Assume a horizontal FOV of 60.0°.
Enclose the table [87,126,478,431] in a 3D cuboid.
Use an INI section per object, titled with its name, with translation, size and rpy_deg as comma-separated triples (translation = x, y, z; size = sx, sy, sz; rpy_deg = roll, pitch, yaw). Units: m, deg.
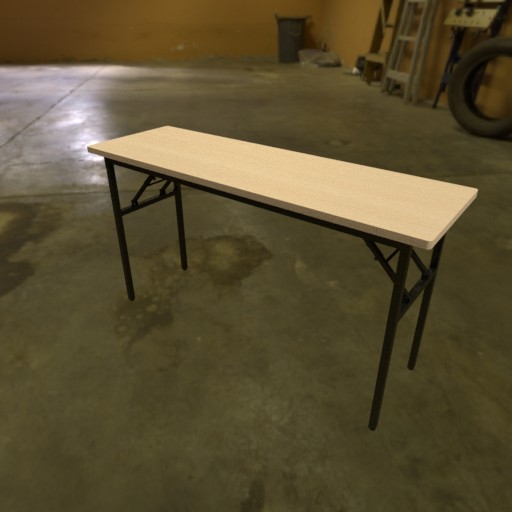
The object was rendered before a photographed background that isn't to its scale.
[table]
translation = 0.000, 0.000, 1.770
size = 1.397, 0.750, 0.447
rpy_deg = 20, 35, 32
